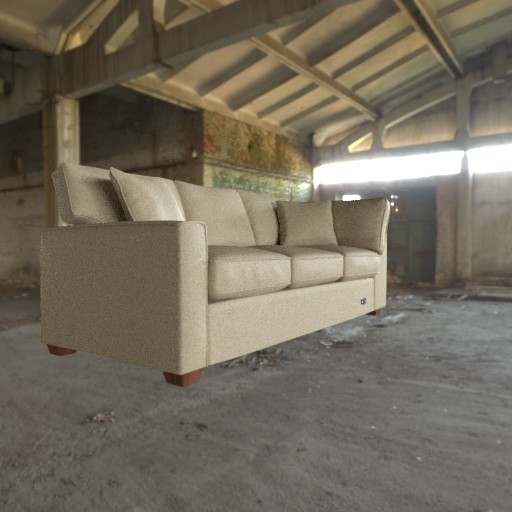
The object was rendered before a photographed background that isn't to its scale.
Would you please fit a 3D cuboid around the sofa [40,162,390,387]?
[{"bbox_3d":[0.000,0.000,2.865,1.061,0.962,2.317,1,2,35],"label":"sofa"}]
